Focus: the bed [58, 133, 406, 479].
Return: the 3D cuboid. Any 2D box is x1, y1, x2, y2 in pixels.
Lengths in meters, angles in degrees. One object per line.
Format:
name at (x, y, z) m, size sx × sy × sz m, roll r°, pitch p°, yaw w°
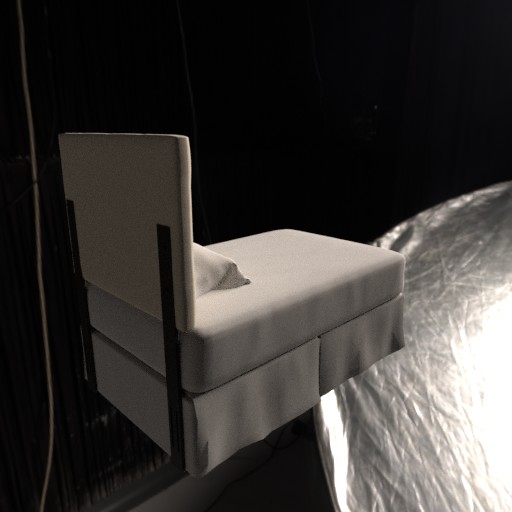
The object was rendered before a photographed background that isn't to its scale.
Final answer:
bed at (0.000, 0.000, 2.926) m, size 1.997 × 1.571 × 1.261 m, roll -15°, pitch 22°, yaw -42°
